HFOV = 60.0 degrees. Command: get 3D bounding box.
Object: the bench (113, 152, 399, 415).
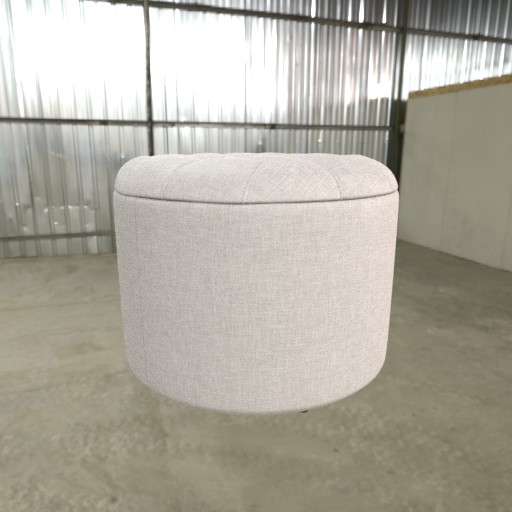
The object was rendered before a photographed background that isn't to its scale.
[{"bbox_3d":[0.000,0.000,1.007,0.600,0.453,0.600,0,14,0],"label":"bench"}]
